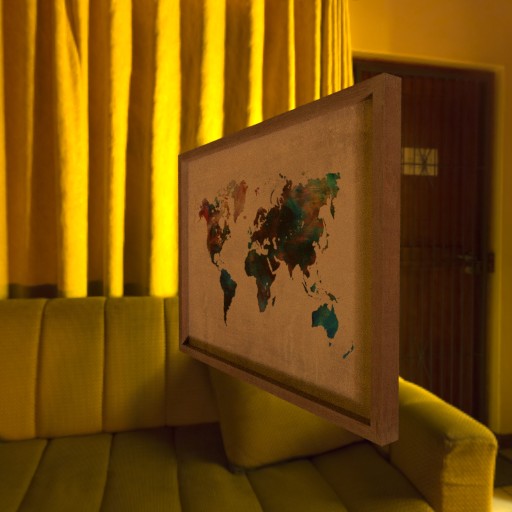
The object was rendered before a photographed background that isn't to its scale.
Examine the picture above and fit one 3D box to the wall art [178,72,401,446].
[{"bbox_3d":[0.000,0.000,1.761,0.070,1.009,1.320,-1,2,-34],"label":"wall art"}]
